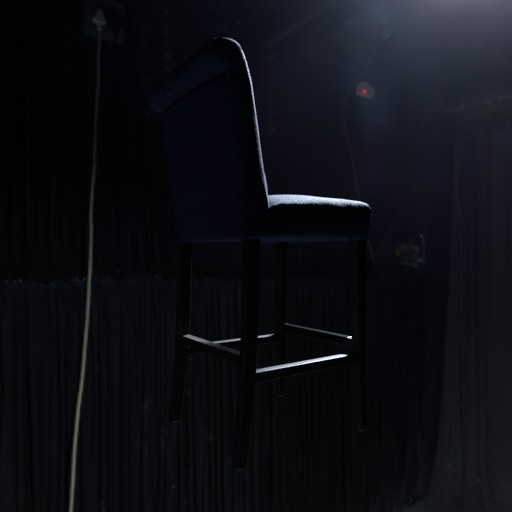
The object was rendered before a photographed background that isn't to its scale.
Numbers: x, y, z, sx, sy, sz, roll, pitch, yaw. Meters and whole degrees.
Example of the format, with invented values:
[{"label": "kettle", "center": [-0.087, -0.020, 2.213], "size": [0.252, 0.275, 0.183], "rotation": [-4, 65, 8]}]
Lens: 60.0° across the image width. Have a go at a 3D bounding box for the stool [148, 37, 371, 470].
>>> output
[{"label": "stool", "center": [0.000, 0.000, 1.469], "size": [0.601, 1.140, 0.493], "rotation": [0, 0, -35]}]
